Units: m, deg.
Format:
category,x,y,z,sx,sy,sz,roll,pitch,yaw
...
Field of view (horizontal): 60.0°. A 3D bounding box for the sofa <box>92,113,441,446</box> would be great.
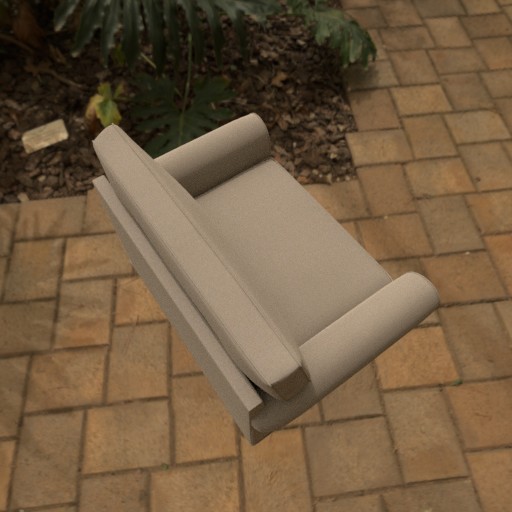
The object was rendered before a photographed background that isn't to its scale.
category,x,y,z,sx,sy,sz,roll,pitch,yaw
sofa,0.000,0.000,2.099,0.937,1.006,1.405,-31,64,-18
